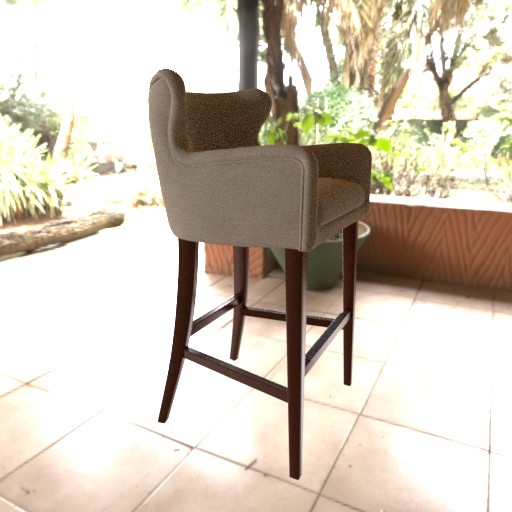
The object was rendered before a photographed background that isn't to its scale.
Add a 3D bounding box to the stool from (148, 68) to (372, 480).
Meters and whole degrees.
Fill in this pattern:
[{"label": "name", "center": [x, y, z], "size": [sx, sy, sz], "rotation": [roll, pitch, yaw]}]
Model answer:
[{"label": "stool", "center": [0.000, 0.000, 1.370], "size": [0.563, 1.034, 0.556], "rotation": [7, 17, 26]}]
